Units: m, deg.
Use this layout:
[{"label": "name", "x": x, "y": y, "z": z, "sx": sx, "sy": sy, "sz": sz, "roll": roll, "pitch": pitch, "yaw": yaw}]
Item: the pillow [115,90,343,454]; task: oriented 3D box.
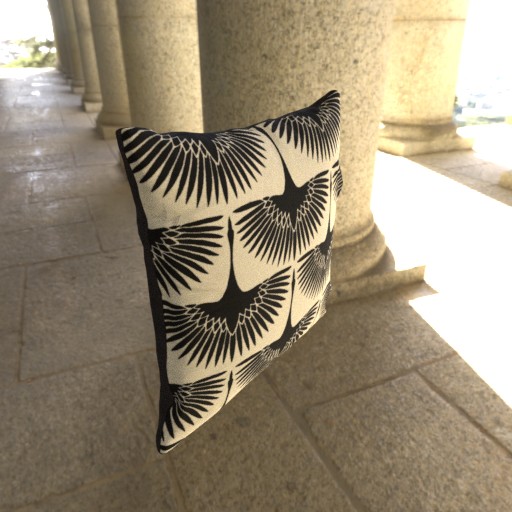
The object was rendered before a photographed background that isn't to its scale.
[{"label": "pillow", "x": 0.000, "y": 0.000, "z": 0.660, "sx": 0.139, "sy": 0.432, "sz": 0.432, "roll": 19, "pitch": 32, "yaw": 33}]
